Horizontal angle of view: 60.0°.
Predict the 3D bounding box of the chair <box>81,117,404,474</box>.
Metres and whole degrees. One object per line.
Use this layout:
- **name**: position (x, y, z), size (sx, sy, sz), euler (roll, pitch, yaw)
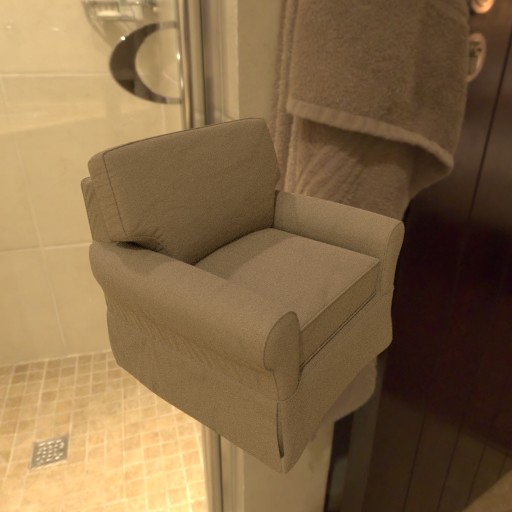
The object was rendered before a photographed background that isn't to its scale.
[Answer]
- **chair**: position (0.000, 0.000, 1.903), size (0.988, 1.017, 1.135), euler (18, 32, 33)
